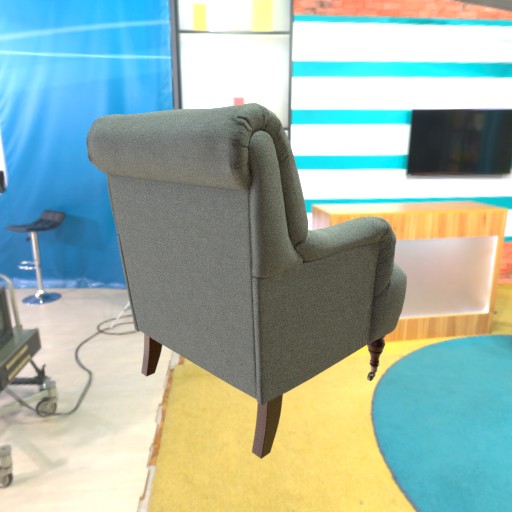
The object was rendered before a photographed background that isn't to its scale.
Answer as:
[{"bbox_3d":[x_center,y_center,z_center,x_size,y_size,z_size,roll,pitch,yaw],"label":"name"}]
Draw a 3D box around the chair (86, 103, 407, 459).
[{"bbox_3d":[0.000,0.000,1.930,1.060,1.178,0.964,-14,20,-42],"label":"chair"}]
